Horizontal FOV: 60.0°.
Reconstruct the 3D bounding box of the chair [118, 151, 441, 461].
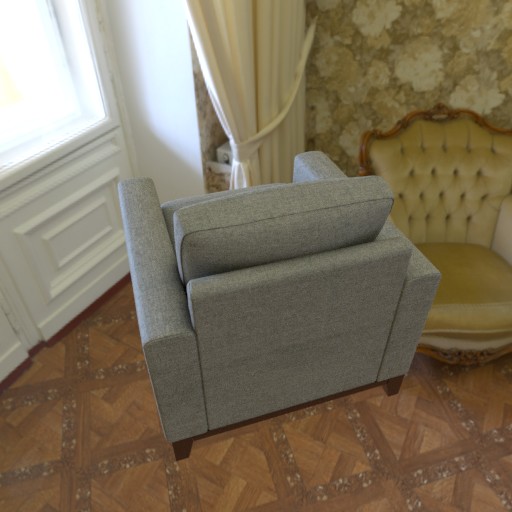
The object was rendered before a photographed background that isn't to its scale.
[{"bbox_3d":[0.000,0.000,1.898,1.024,1.010,1.038,-11,41,-14],"label":"chair"}]
